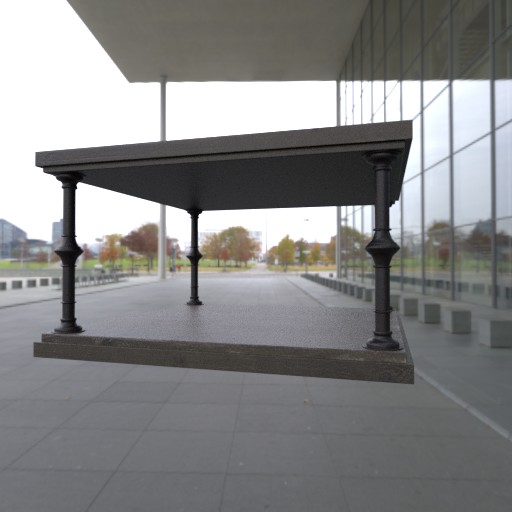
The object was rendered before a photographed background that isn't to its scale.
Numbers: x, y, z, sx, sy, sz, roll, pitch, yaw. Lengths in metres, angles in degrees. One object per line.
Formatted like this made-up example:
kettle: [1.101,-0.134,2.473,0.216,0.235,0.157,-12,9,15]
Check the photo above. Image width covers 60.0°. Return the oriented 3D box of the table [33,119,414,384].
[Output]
table: [0.000,0.000,1.099,0.696,0.400,0.696,0,-1,16]
